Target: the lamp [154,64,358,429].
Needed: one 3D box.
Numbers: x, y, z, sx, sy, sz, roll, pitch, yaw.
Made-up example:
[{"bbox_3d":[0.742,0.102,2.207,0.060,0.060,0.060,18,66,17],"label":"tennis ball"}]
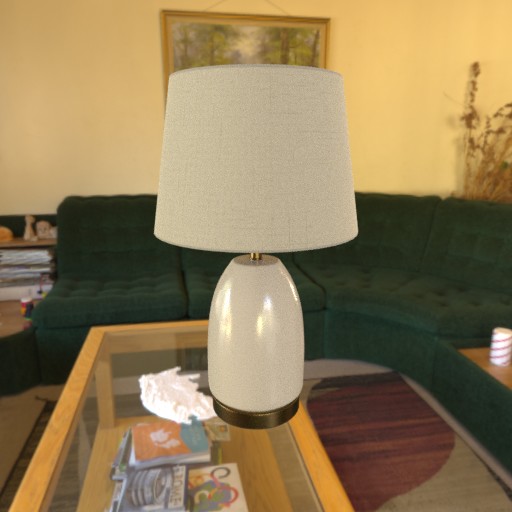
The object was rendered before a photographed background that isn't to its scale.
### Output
[{"bbox_3d":[0.000,0.000,0.645,0.285,0.483,0.285,0,14,0],"label":"lamp"}]
